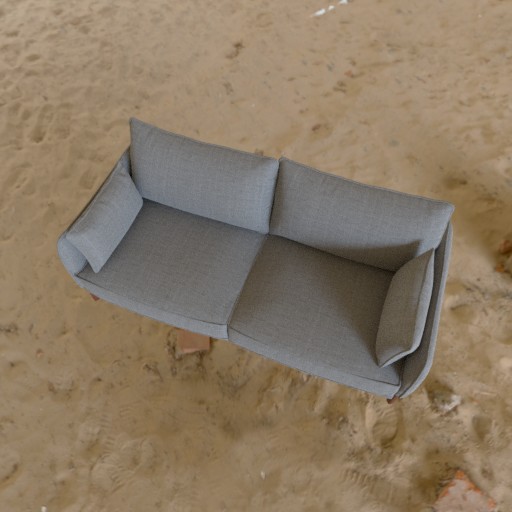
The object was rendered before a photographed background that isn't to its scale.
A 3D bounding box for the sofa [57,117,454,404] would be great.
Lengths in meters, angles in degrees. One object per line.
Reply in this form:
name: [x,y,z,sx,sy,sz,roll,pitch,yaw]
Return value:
sofa: [0.000,0.000,2.481,1.989,0.851,0.972,17,58,11]
